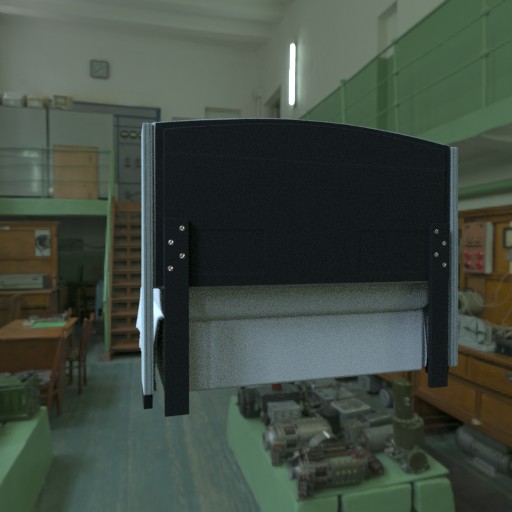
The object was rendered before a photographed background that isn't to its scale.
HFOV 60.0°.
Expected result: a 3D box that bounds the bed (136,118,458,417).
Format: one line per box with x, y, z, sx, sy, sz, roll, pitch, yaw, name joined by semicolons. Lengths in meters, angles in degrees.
0.000;0.000;3.277;1.710;1.407;2.237;0;1;-17;bed
